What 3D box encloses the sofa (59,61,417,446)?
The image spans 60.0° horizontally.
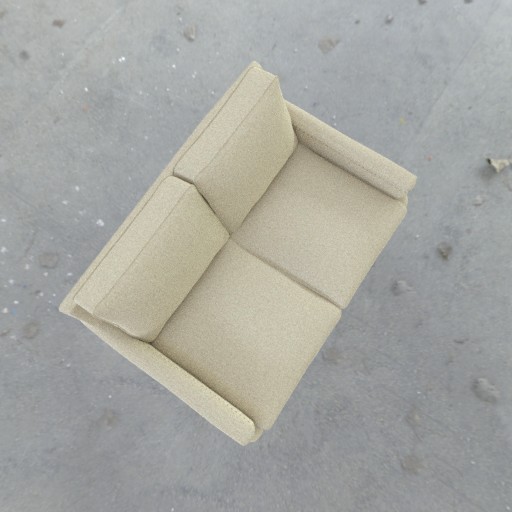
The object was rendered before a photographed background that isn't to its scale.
[{"bbox_3d":[0.000,0.000,2.327,1.084,1.003,1.597,34,79,8],"label":"sofa"}]
